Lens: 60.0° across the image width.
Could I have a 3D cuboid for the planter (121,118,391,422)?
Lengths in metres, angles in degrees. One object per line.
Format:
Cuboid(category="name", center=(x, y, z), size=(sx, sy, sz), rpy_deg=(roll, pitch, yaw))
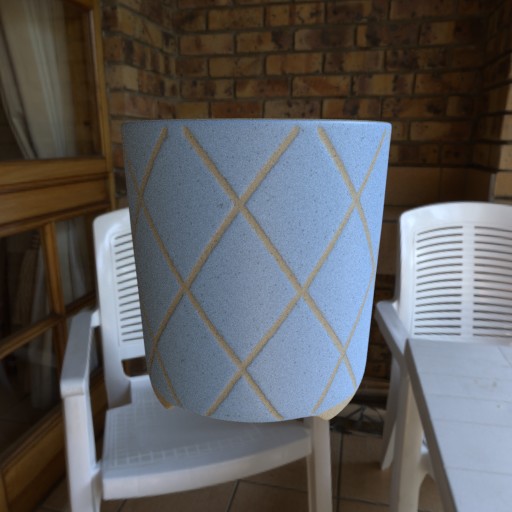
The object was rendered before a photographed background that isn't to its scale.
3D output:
Cuboid(category="planter", center=(0.000, 0.000, 0.350), size=(0.191, 0.200, 0.191), rpy_deg=(0, 15, 0))
